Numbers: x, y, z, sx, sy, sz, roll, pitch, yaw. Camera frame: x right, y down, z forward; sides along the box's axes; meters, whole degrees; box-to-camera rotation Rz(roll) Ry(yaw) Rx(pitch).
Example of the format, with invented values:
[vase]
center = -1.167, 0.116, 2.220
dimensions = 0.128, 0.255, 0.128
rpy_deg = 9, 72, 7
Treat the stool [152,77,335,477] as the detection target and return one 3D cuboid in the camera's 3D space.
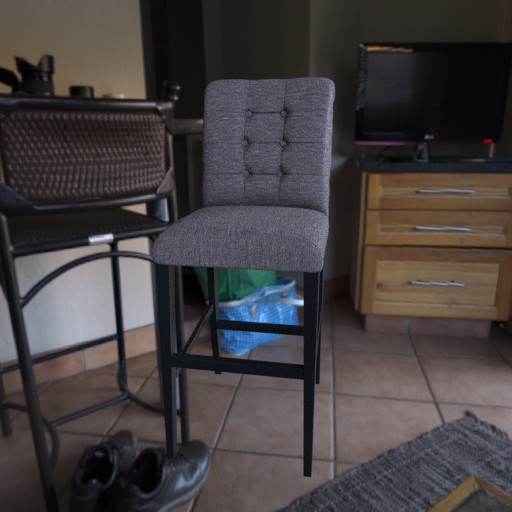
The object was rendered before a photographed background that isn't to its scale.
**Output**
[stool]
center = 0.000, 0.000, 1.431
dimensions = 0.452, 1.131, 0.613
rpy_deg = 3, 15, 11
